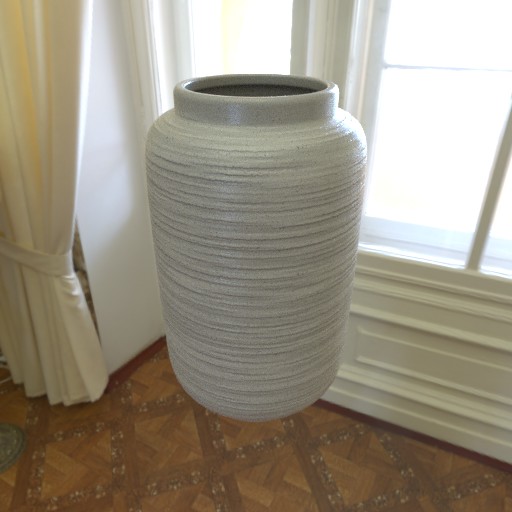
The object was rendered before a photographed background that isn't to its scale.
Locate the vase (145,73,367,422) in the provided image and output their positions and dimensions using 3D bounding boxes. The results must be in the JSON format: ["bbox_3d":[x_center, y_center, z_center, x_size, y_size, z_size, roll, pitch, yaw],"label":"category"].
[{"bbox_3d":[0.000,0.000,0.458,0.202,0.335,0.202,0,30,0],"label":"vase"}]
